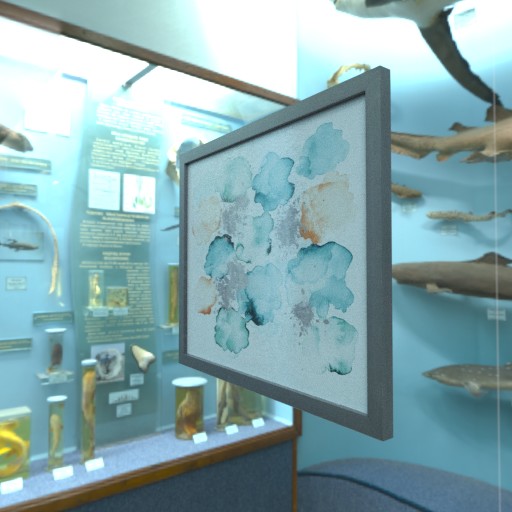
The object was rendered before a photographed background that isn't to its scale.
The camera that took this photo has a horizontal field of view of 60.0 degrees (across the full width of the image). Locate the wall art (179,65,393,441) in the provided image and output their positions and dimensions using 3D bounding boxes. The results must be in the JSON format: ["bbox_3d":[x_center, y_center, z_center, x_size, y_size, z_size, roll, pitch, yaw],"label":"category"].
[{"bbox_3d":[0.000,0.000,0.929,0.026,0.558,0.660,1,-2,-36],"label":"wall art"}]
